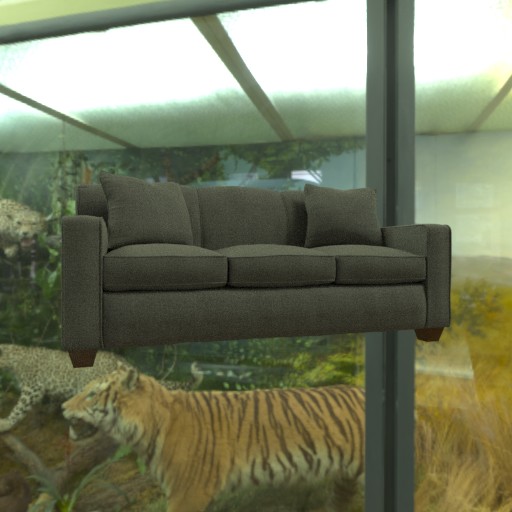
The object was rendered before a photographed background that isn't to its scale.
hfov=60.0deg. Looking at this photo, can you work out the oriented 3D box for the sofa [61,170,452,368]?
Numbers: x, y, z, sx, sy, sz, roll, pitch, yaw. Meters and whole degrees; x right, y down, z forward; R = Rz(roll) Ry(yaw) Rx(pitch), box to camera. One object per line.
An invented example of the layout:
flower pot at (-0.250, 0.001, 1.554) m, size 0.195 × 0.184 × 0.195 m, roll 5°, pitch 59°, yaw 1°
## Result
sofa at (0.000, 0.000, 2.594) m, size 2.024 × 0.958 × 0.997 m, roll 0°, pitch 0°, yaw -18°
